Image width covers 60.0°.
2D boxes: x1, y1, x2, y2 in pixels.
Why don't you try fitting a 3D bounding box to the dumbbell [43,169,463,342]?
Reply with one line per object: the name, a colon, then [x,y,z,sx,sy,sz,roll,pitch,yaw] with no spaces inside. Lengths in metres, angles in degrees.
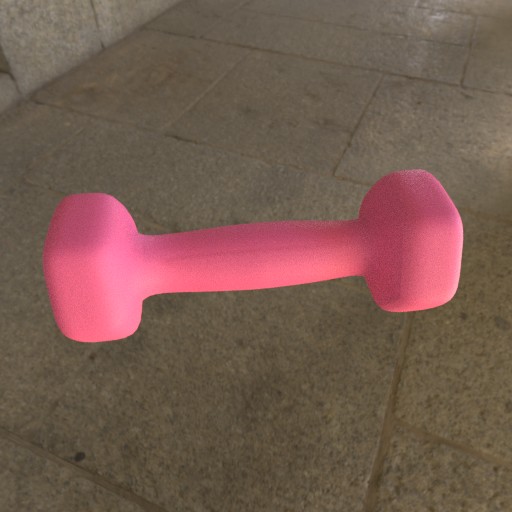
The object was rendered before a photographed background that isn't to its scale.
dumbbell: [0.000,0.000,0.170,0.146,0.053,0.058,-5,48,-4]
